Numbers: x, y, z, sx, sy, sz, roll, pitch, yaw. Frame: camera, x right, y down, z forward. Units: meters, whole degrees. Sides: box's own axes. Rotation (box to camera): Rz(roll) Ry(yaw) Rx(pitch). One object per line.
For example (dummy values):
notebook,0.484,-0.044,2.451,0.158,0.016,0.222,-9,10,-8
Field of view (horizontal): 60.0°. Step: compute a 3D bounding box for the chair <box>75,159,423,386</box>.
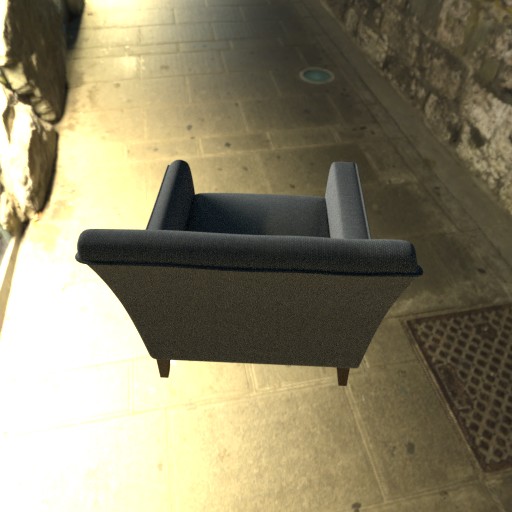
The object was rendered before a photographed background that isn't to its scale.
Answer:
chair,0.000,0.000,1.578,0.780,0.919,0.899,2,46,2
